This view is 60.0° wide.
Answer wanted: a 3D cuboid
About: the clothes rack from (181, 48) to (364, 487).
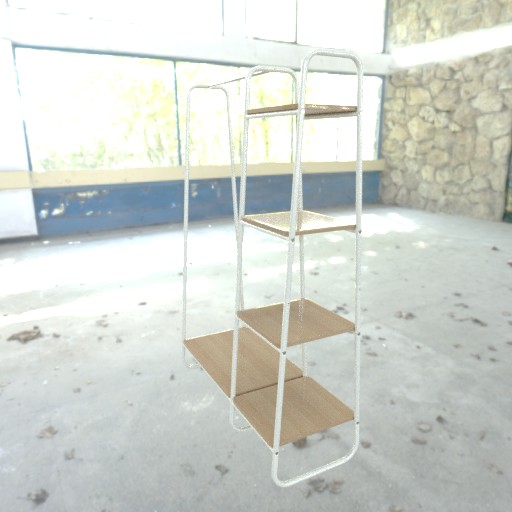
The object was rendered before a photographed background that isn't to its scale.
[{"bbox_3d":[0.000,0.000,1.932,0.400,1.500,1.011,-8,17,-27],"label":"clothes rack"}]
